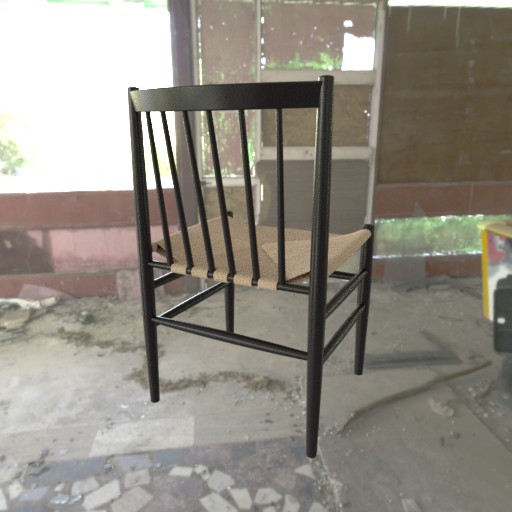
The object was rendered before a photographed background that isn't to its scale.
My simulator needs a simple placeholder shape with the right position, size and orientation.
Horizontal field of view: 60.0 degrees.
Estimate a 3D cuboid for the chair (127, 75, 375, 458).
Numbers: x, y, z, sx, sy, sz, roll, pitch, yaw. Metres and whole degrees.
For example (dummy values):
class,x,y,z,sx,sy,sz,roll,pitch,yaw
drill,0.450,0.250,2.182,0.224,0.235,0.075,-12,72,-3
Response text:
class,x,y,z,sx,sy,sz,roll,pitch,yaw
chair,0.000,0.000,1.150,0.495,0.818,0.516,8,18,27
